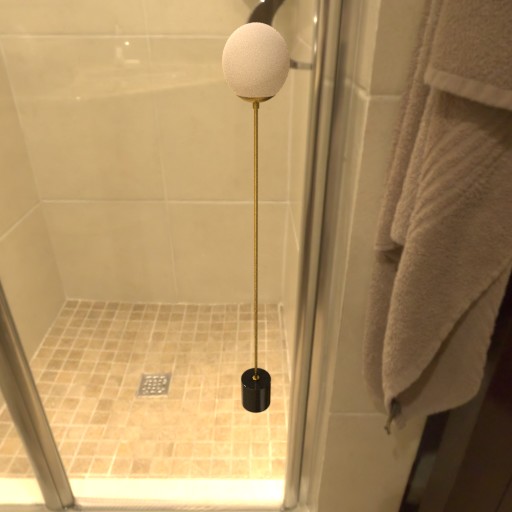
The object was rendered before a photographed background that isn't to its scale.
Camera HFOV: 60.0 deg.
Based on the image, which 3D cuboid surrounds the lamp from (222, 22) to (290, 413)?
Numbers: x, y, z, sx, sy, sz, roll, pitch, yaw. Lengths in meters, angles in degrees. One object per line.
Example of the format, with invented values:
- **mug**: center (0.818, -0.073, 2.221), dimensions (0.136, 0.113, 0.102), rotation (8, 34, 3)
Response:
- **lamp**: center (0.000, 0.000, 1.875), dimensions (0.229, 1.748, 0.229), rotation (-21, 36, -32)
